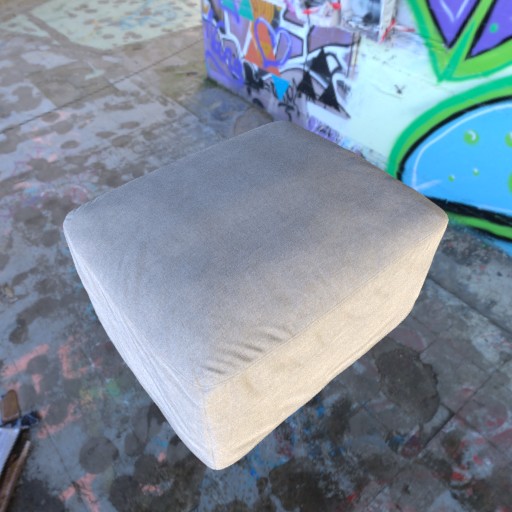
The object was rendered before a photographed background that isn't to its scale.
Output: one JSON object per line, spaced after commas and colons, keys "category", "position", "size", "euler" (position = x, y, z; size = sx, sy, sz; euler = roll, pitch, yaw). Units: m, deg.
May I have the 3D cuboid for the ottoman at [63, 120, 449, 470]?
{"category": "ottoman", "position": [0.000, 0.000, 1.250], "size": [0.837, 0.481, 0.683], "euler": [-31, 54, -26]}
